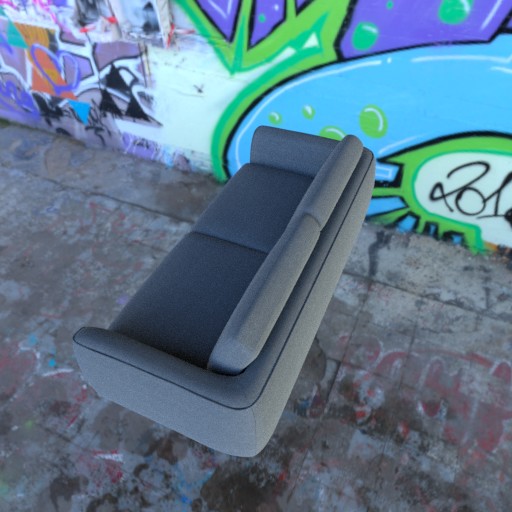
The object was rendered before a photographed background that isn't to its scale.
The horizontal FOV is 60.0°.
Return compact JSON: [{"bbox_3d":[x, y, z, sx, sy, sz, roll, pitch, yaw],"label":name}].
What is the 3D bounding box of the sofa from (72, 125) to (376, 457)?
[{"bbox_3d":[0.000,0.000,2.486,0.920,0.850,2.000,18,48,17],"label":"sofa"}]
